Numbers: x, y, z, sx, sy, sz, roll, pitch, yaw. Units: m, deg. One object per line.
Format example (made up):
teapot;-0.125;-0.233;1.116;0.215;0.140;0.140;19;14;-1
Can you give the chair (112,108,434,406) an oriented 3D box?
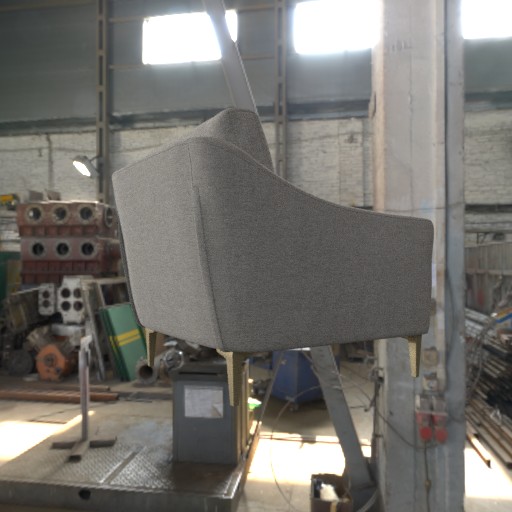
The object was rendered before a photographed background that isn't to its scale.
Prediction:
chair;0.000;0.000;1.759;0.961;0.902;0.986;1;-1;-36
